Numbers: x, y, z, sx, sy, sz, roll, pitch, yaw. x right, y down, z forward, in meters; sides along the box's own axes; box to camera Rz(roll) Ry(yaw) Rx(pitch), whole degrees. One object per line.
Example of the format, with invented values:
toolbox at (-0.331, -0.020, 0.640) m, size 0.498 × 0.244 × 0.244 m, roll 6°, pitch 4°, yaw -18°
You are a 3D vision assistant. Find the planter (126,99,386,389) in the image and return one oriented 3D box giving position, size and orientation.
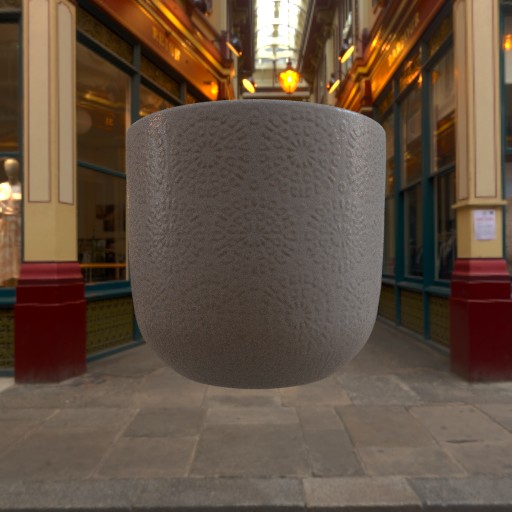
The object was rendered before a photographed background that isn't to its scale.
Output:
planter at (0.000, 0.000, 0.370) m, size 0.208 × 0.190 × 0.208 m, roll 0°, pitch 0°, yaw 0°
